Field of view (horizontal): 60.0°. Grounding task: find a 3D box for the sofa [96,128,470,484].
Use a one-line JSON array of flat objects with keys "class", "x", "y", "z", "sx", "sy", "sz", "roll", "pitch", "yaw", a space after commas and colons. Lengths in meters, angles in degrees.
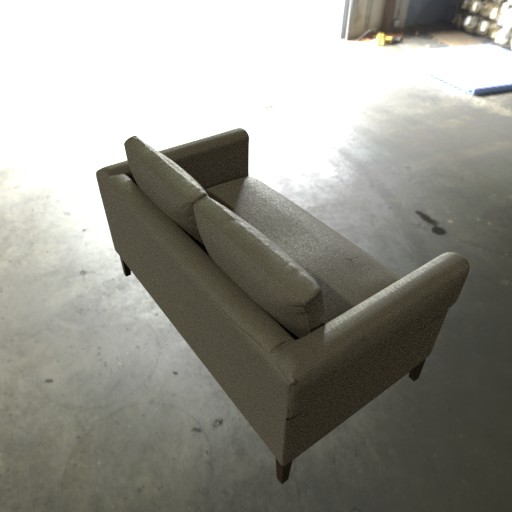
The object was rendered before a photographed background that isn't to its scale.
[{"class": "sofa", "x": 0.000, "y": 0.000, "z": 2.123, "sx": 0.899, "sy": 0.873, "sz": 1.598, "roll": -25, "pitch": 45, "yaw": -27}]
